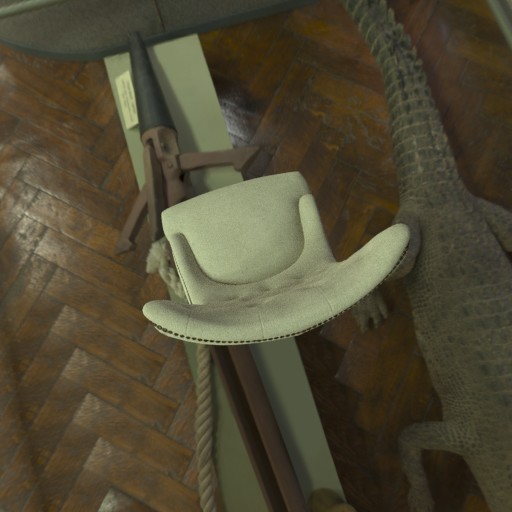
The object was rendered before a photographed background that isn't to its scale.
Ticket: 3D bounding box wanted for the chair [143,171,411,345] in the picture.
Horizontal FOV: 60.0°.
[{"bbox_3d":[0.000,0.000,1.438,0.584,1.065,0.590,-17,77,-4],"label":"chair"}]
